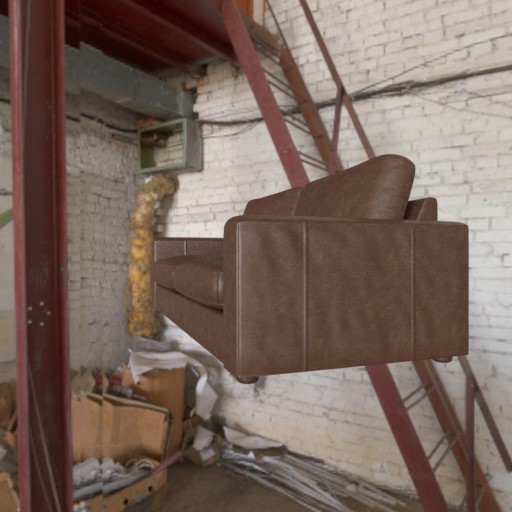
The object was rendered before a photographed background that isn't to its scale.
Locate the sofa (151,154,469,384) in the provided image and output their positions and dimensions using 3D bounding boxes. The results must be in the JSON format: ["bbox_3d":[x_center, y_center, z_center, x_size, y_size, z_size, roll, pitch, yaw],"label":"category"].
[{"bbox_3d":[0.000,0.000,2.606,1.016,0.873,2.179,0,0,-20],"label":"sofa"}]
